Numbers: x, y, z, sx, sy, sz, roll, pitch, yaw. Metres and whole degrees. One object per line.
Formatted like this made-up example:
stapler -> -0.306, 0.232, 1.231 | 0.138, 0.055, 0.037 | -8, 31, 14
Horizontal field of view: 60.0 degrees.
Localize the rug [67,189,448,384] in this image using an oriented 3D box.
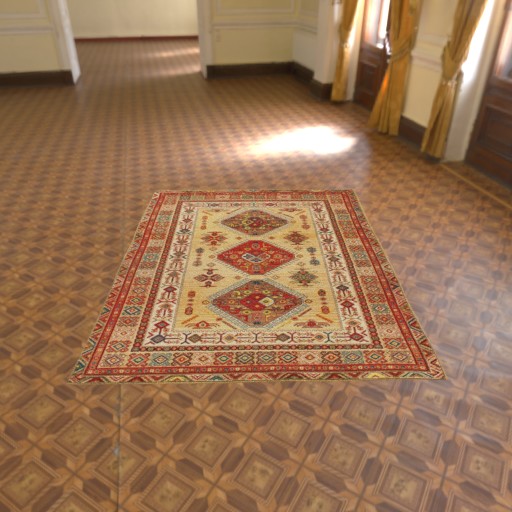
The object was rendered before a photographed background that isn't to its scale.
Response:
rug -> 0.000, 0.000, 4.141 | 2.460, 0.005, 3.067 | 0, 32, -1
